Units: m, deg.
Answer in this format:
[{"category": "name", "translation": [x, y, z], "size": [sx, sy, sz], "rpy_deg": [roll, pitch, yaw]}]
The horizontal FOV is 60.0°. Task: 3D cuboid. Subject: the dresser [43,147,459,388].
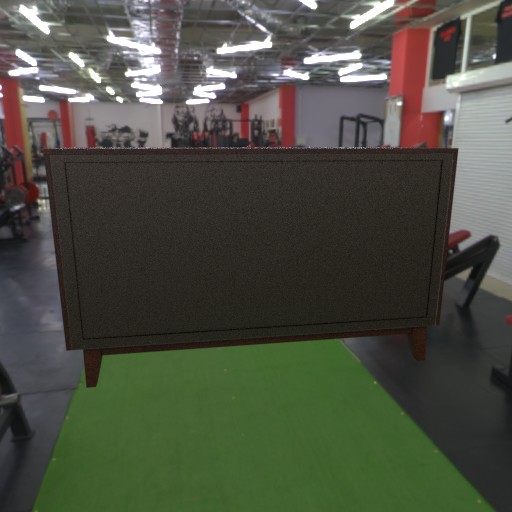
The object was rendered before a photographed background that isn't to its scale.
[{"category": "dresser", "translation": [0.000, 0.000, 2.049], "size": [1.609, 0.971, 0.499], "rpy_deg": [-2, 14, -9]}]
